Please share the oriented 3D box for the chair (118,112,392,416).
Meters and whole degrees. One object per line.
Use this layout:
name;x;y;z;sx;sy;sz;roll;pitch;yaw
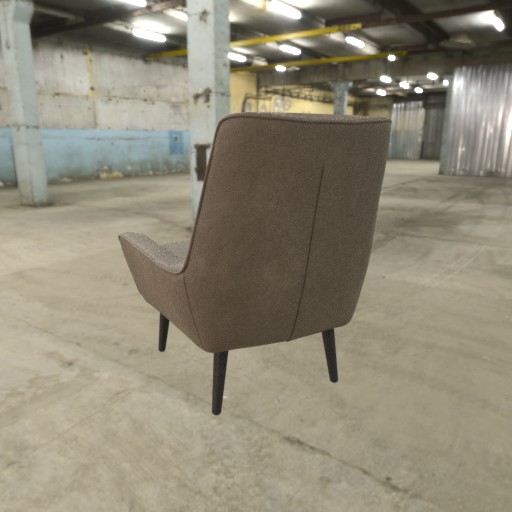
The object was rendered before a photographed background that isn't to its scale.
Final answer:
chair;0.000;0.000;1.516;0.787;0.888;0.824;-7;15;-25
